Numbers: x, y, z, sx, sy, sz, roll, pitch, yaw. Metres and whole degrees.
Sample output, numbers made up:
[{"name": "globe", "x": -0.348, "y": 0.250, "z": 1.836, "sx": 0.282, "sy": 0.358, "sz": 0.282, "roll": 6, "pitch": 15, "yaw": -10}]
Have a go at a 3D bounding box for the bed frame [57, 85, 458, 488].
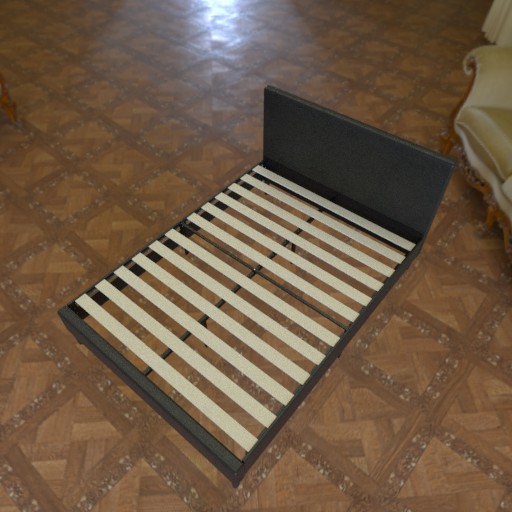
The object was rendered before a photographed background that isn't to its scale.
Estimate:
[{"name": "bed frame", "x": 0.000, "y": 0.000, "z": 3.165, "sx": 1.634, "sy": 1.127, "sz": 2.318, "roll": 32, "pitch": 56, "yaw": 25}]
